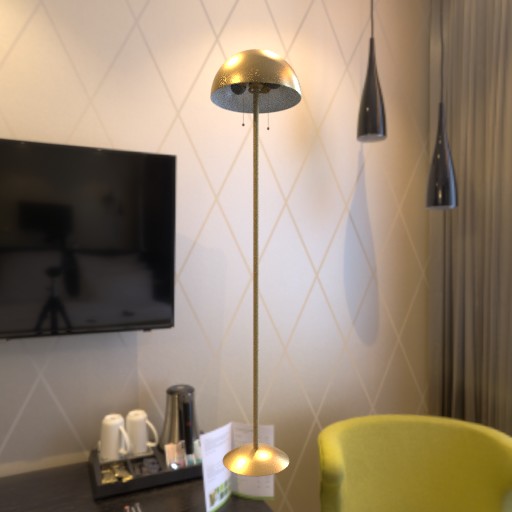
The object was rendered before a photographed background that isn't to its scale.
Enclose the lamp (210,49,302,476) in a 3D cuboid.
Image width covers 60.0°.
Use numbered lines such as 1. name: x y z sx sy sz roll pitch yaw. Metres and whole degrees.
1. lamp: 0.000 0.000 1.605 0.328 1.480 0.328 0 0 35
